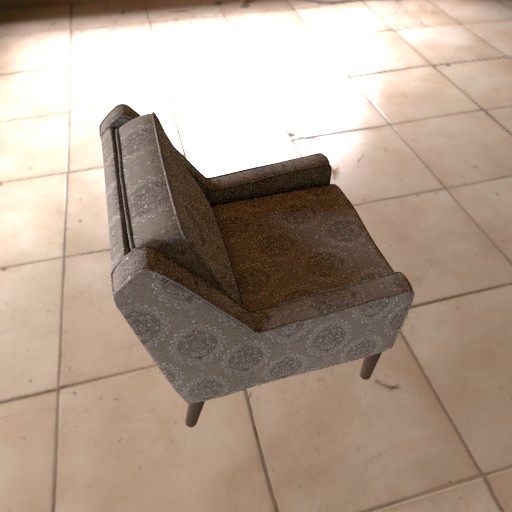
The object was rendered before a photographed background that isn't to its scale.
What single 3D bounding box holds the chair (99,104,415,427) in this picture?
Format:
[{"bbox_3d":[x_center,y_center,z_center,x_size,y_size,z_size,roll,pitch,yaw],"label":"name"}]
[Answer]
[{"bbox_3d":[0.000,0.000,1.364,0.750,0.797,0.665,-12,49,-11],"label":"chair"}]
